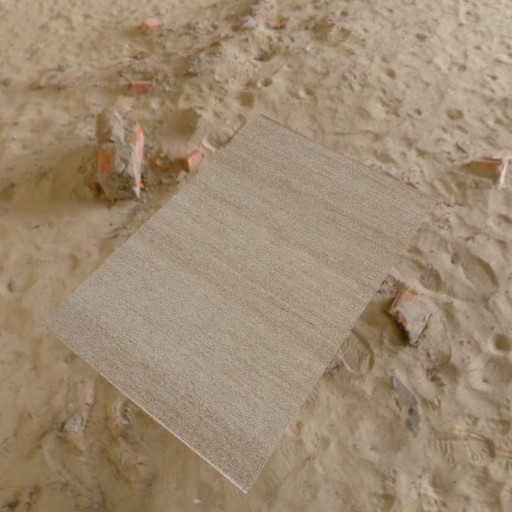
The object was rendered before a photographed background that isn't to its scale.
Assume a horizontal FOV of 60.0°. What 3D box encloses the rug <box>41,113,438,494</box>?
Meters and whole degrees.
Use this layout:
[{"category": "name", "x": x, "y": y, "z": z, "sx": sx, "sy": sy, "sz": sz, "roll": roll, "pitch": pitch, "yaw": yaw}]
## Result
[{"category": "rug", "x": 0.000, "y": 0.000, "z": 2.965, "sx": 1.574, "sy": 0.029, "sz": 2.346, "roll": 32, "pitch": 63, "yaw": 18}]
